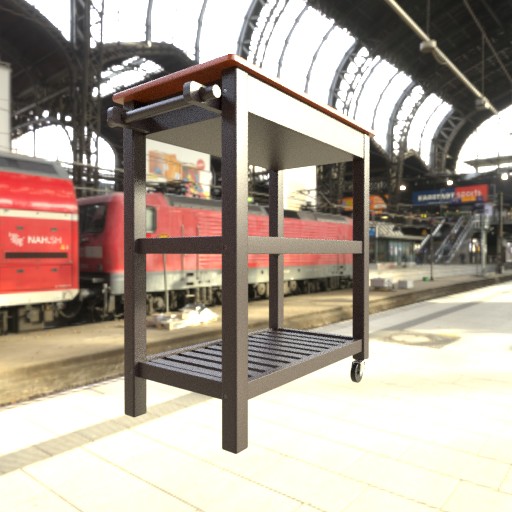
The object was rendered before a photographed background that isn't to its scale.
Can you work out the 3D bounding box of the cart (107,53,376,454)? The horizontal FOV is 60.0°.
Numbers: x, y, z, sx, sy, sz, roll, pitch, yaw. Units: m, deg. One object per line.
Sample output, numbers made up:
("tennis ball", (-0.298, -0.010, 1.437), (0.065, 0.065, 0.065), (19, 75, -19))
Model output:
("cart", (0.000, 0.000, 1.449), (0.457, 0.927, 0.899), (0, 1, 37))
